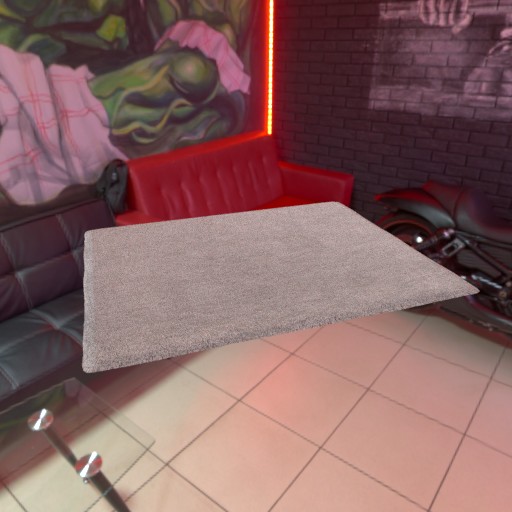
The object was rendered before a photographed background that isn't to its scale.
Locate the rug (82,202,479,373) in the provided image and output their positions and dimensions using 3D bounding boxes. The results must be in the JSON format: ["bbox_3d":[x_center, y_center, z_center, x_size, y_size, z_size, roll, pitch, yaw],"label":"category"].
[{"bbox_3d":[0.000,0.000,3.980,2.933,0.027,2.332,-8,27,-17],"label":"rug"}]
